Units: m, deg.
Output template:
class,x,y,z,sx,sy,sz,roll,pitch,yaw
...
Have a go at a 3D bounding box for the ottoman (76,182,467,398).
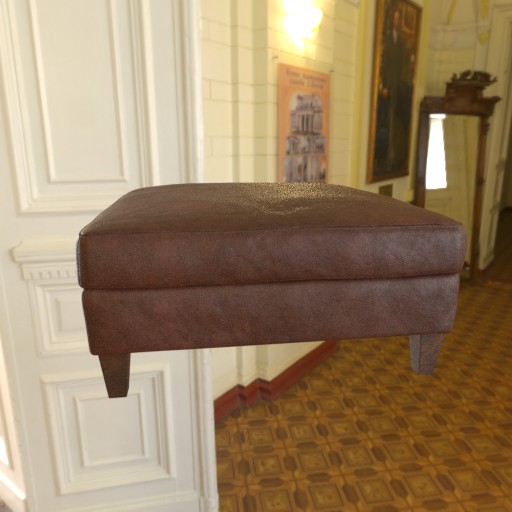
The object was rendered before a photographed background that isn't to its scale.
class,x,y,z,sx,sy,sz,roll,pitch,yaw
ottoman,0.000,0.000,1.314,0.836,0.415,0.844,-2,14,-8
